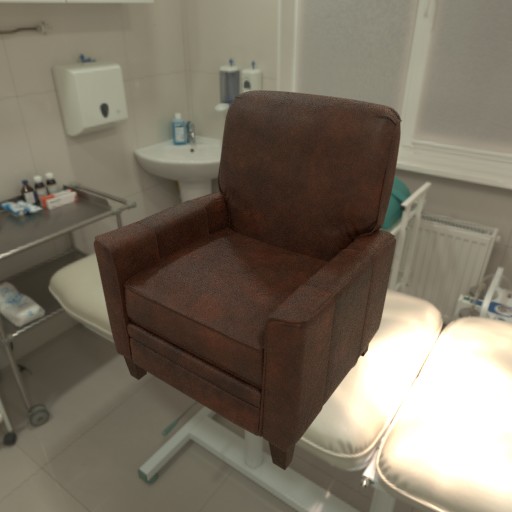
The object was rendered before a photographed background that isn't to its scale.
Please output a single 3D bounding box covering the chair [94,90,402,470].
[{"bbox_3d":[0.000,0.000,1.647,0.843,1.043,0.836,19,35,30],"label":"chair"}]
